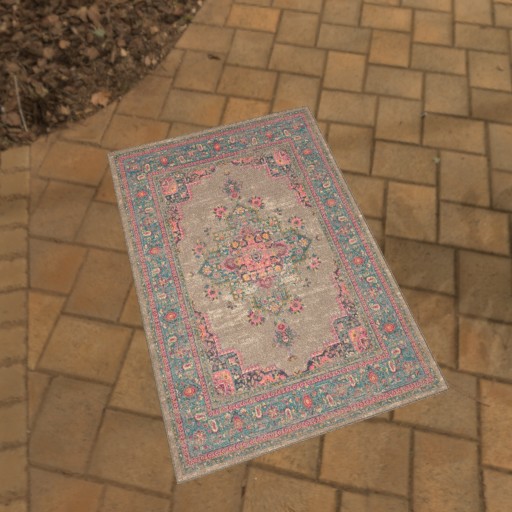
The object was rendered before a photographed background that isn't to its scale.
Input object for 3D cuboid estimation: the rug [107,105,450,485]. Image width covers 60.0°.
[{"bbox_3d":[0.000,0.000,3.655,2.005,0.013,2.890,-16,64,-8],"label":"rug"}]
